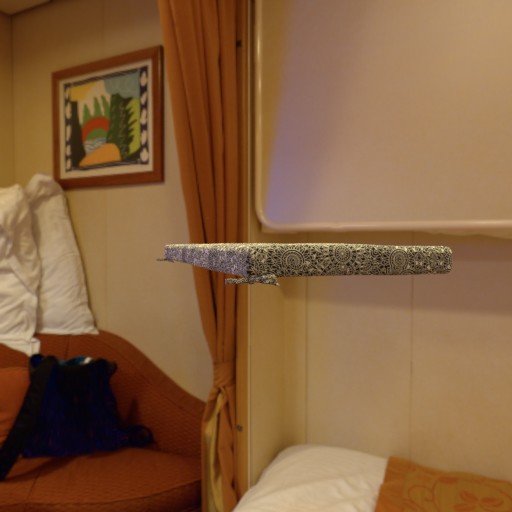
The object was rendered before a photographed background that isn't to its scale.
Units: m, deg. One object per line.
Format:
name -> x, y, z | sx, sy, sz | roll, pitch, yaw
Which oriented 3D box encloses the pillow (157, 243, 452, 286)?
pillow -> 0.000, 0.000, 1.386 | 0.492, 0.081, 1.187 | -1, 2, -19
